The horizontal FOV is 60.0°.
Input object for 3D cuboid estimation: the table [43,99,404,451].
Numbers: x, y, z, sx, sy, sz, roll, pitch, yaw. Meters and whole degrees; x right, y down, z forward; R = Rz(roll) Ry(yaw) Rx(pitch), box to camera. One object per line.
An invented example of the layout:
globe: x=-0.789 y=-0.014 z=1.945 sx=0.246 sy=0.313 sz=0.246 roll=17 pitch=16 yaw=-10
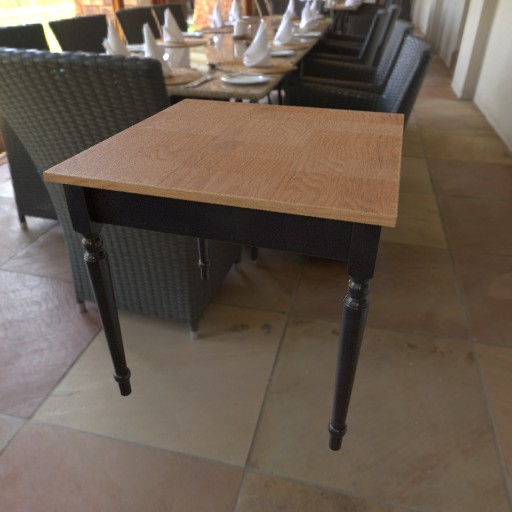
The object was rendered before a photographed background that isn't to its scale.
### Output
table: x=0.000 y=0.000 z=1.372 sx=0.747 sy=0.738 sz=0.747 roll=9 pitch=33 yaw=14
